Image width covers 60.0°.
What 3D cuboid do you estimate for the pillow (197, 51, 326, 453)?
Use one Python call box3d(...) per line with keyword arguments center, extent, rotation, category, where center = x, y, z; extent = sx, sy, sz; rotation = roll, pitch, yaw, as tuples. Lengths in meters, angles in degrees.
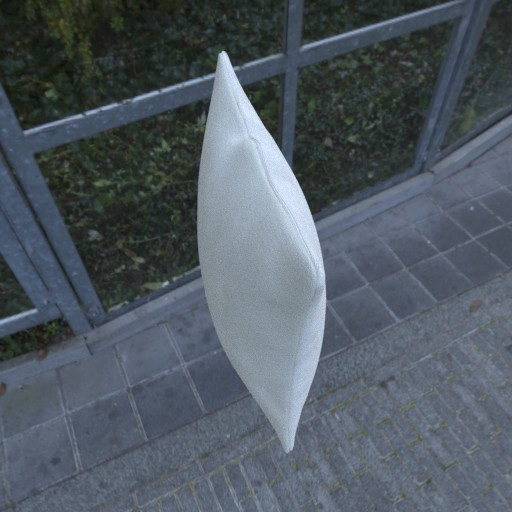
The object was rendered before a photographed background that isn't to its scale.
box3d(center=(0.000, 0.000, 0.650), extent=(0.162, 0.420, 0.437), rotation=(-10, 48, -9), category="pillow")
